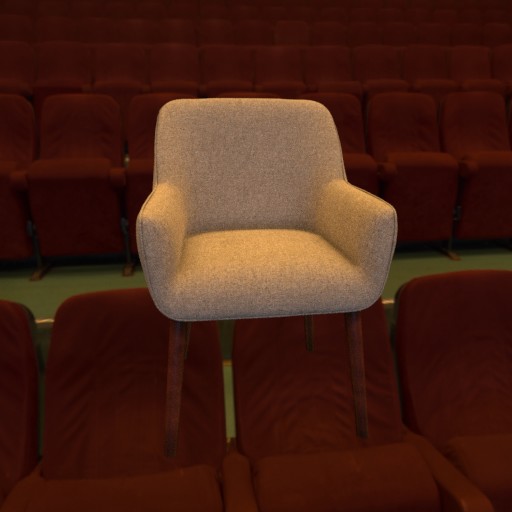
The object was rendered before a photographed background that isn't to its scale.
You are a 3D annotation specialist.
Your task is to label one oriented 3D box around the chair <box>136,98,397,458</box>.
[{"bbox_3d":[0.000,0.000,1.166,0.543,0.803,0.519,-2,17,-8],"label":"chair"}]
